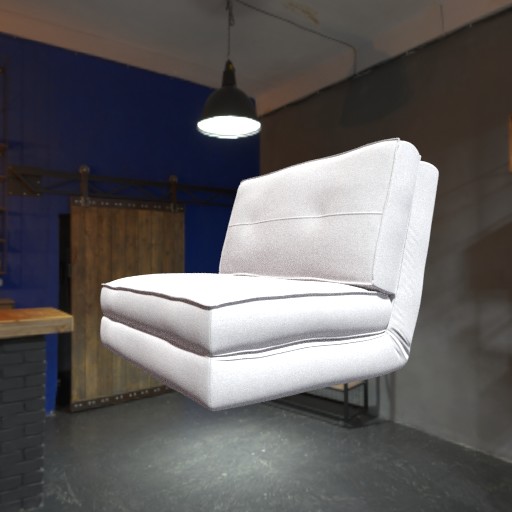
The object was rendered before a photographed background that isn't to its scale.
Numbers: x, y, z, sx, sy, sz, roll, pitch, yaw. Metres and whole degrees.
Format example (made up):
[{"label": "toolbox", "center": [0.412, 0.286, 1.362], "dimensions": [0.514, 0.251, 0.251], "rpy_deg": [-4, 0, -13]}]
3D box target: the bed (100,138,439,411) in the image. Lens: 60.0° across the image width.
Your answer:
[{"label": "bed", "center": [0.000, 0.000, 1.354], "dimensions": [0.749, 0.614, 0.799], "rpy_deg": [0, 0, -34]}]
